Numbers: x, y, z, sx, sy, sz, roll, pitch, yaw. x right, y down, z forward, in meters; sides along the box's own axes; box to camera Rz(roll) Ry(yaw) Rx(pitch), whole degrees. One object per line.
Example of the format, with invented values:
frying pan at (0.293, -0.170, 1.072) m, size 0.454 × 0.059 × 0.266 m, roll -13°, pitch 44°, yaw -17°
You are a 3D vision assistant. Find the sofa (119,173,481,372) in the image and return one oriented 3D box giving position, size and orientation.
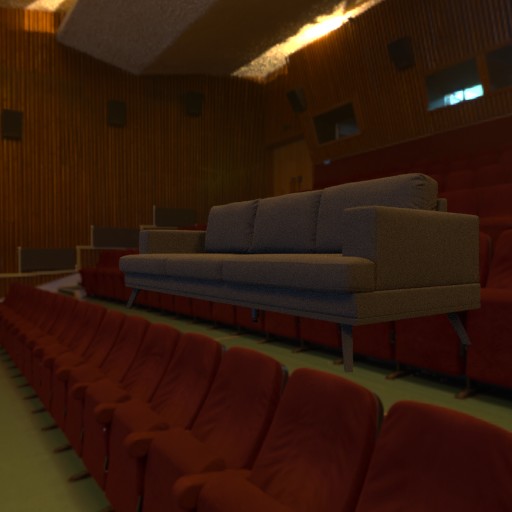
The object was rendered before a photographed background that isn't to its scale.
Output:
sofa at (0.000, 0.000, 2.710) m, size 0.920 × 0.810 × 2.310 m, roll 0°, pitch 0°, yaw -36°
